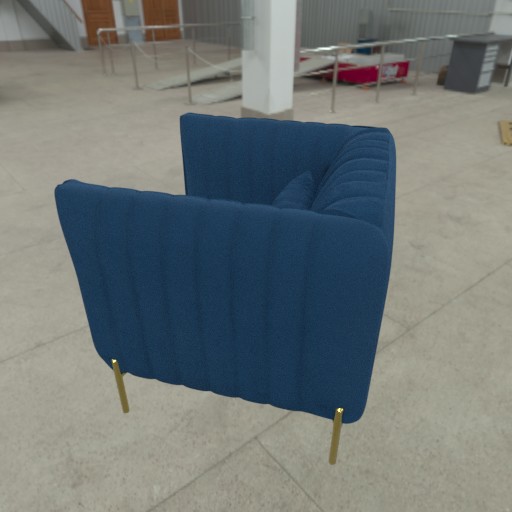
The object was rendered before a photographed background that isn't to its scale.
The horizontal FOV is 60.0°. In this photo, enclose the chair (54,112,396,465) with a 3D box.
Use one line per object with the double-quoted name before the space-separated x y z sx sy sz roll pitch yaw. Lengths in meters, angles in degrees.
"chair" 0.000 0.000 1.576 0.877 0.793 0.947 8 32 14
